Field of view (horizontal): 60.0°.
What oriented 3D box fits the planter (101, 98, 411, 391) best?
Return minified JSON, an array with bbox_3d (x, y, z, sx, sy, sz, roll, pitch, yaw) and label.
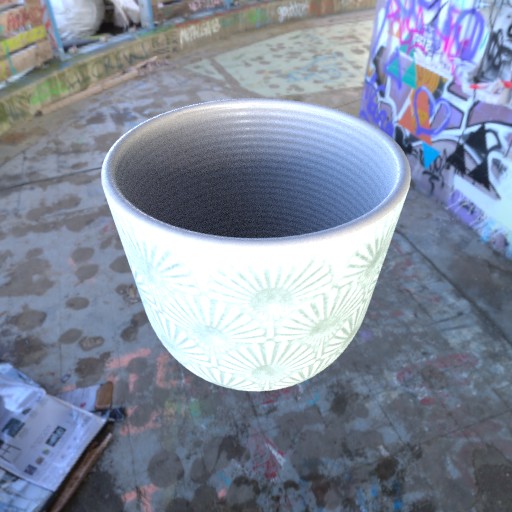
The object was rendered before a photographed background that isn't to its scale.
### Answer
[{"bbox_3d":[0.000,0.000,0.298,0.170,0.152,0.170,0,40,0],"label":"planter"}]
